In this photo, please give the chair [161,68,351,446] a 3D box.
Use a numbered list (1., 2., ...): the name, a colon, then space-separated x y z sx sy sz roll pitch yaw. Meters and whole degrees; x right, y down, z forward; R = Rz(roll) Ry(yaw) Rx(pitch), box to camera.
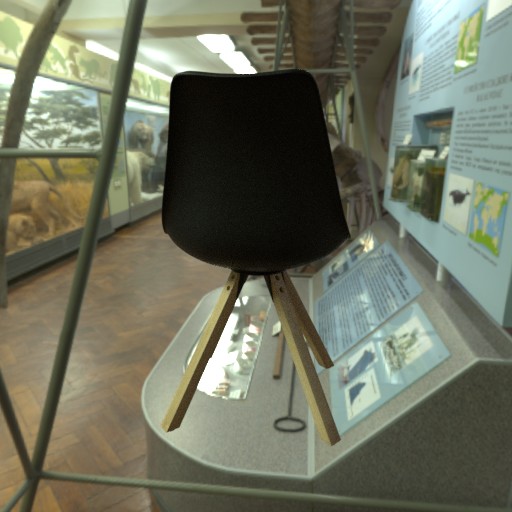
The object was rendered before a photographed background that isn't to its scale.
1. chair: 0.000 0.000 1.179 0.485 0.850 0.549 2 15 7
